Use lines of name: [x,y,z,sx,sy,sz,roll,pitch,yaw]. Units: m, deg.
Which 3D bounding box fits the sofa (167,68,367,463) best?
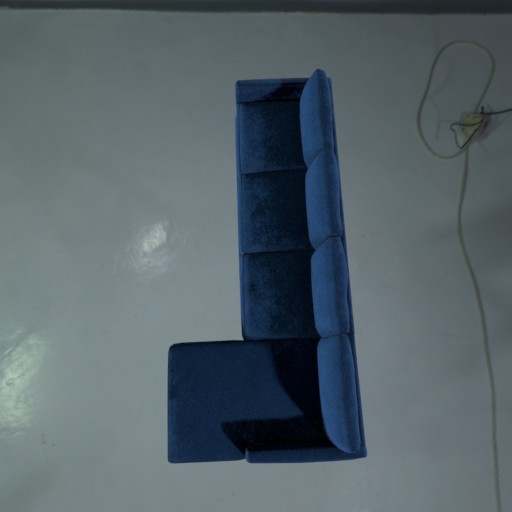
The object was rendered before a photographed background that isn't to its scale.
sofa: [0.000,0.000,3.424,1.350,0.810,2.932,-2,75,-1]
